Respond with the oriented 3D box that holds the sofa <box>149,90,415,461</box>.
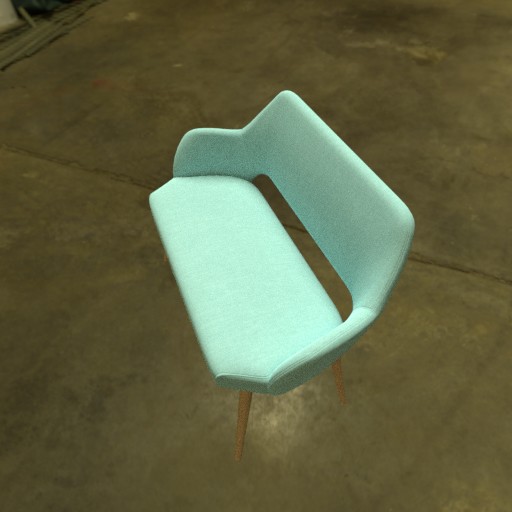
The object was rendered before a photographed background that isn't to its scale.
[{"bbox_3d":[0.000,0.000,1.633,0.610,0.840,1.150,-16,48,-15],"label":"sofa"}]
